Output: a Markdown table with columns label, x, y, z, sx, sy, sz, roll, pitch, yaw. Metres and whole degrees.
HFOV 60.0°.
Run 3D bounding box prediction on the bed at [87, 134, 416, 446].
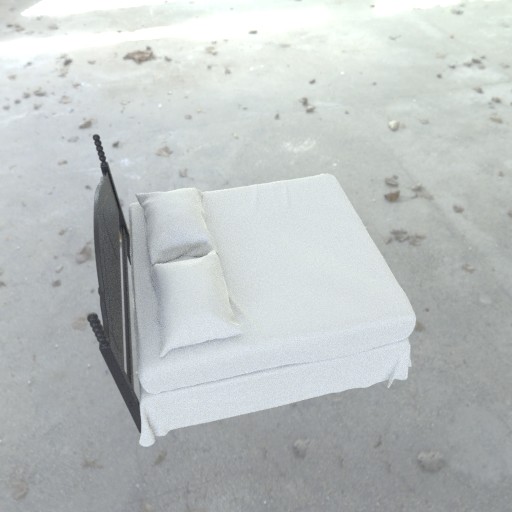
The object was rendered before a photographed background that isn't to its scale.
| label | x | y | z | sx | sy | sz | roll | pitch | yaw |
| --- | --- | --- | --- | --- | --- | --- | --- | --- | --- |
| bed | 0.000 | 0.000 | 3.266 | 2.040 | 1.356 | 1.873 | -10 | 48 | -9 |
